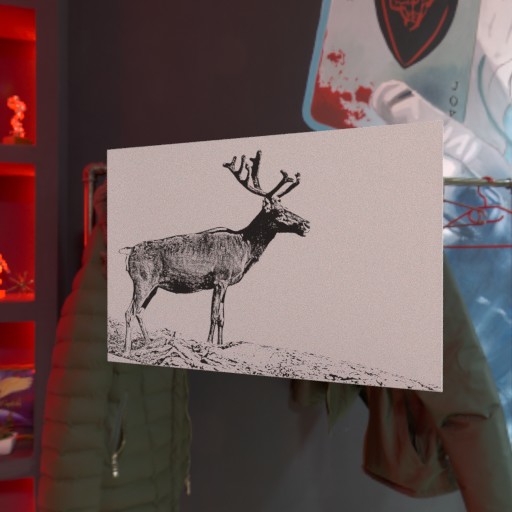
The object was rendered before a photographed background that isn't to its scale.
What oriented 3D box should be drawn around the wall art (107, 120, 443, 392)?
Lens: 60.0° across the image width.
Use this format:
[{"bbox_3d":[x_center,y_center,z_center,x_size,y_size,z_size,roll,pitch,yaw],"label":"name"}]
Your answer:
[{"bbox_3d":[0.000,0.000,1.166,0.906,0.617,0.033,0,0,19],"label":"wall art"}]
